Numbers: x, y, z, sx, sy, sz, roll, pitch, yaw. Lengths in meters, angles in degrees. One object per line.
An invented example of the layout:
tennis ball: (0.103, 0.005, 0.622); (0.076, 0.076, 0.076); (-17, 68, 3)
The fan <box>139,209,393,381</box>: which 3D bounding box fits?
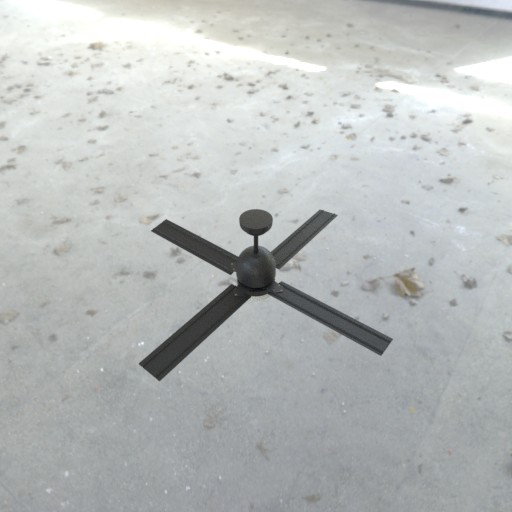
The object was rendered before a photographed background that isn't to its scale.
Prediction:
fan: (0.000, 0.000, 1.977); (1.319, 0.410, 1.319); (26, 47, 27)
